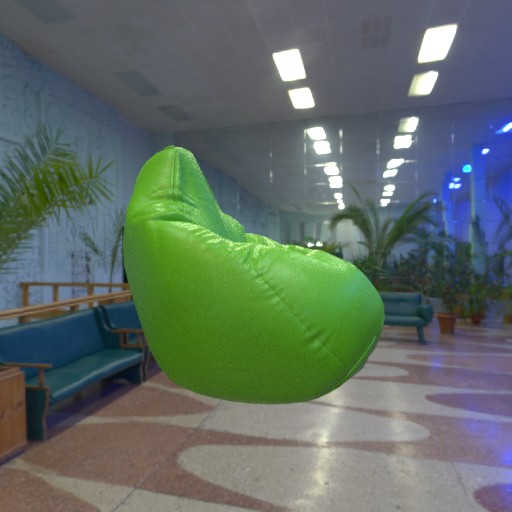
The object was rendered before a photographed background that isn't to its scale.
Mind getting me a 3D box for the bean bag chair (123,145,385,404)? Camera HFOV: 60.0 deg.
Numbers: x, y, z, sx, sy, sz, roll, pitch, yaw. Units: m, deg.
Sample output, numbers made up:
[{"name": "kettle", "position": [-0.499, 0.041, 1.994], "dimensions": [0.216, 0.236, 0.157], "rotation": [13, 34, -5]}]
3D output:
[{"name": "bean bag chair", "position": [0.000, 0.000, 1.915], "dimensions": [1.070, 0.990, 1.070], "rotation": [0, 0, 16]}]
